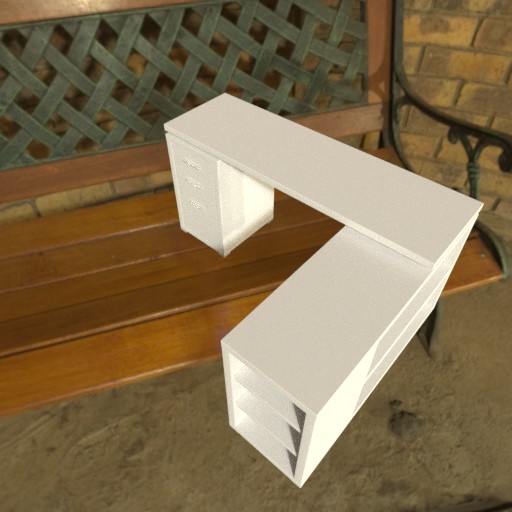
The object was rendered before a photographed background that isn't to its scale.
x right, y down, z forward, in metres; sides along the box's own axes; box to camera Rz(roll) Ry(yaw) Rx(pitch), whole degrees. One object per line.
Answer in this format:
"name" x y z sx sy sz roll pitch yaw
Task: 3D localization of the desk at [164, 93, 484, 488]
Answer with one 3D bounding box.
"desk" 0.000 0.000 2.188 1.524 0.753 1.200 32 54 27
